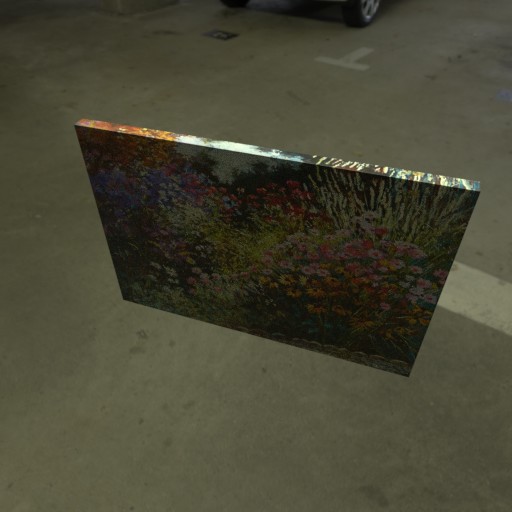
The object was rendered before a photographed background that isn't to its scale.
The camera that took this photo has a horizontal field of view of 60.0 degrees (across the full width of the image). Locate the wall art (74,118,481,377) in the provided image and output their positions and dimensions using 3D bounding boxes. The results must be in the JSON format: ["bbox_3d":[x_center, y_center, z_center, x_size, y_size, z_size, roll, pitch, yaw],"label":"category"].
[{"bbox_3d":[0.000,0.000,1.157,0.908,0.604,0.037,13,42,14],"label":"wall art"}]
